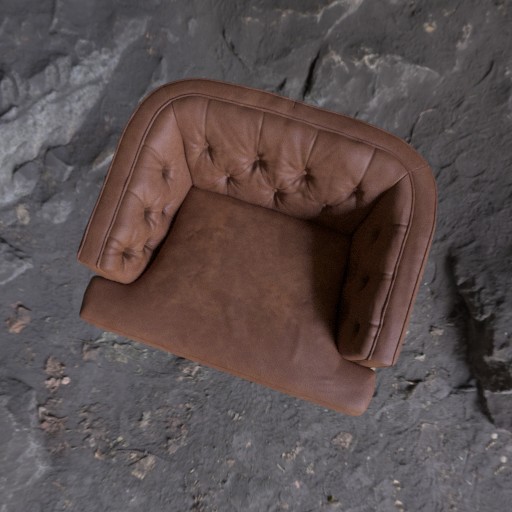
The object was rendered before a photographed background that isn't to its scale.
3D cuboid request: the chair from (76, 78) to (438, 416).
[{"bbox_3d":[0.000,0.000,1.742,1.119,0.836,0.911,18,76,5],"label":"chair"}]
